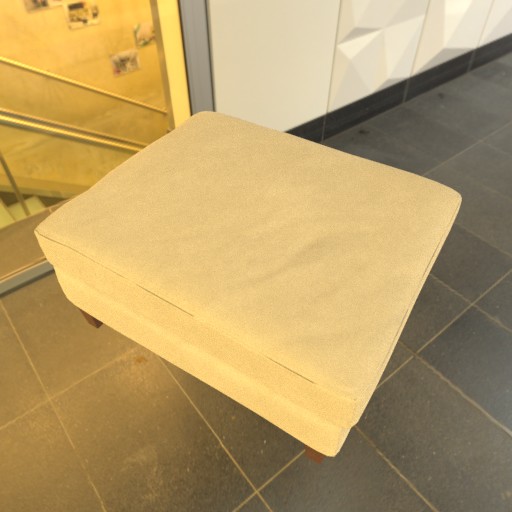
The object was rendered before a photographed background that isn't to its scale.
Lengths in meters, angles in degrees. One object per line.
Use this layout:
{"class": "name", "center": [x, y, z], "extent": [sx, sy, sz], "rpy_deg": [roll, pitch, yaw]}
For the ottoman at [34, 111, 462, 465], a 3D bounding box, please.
{"class": "ottoman", "center": [0.000, 0.000, 1.429], "extent": [1.002, 0.492, 0.836], "rpy_deg": [24, 51, 21]}
